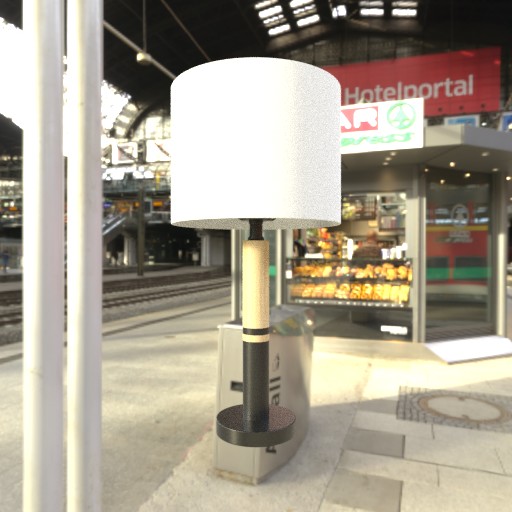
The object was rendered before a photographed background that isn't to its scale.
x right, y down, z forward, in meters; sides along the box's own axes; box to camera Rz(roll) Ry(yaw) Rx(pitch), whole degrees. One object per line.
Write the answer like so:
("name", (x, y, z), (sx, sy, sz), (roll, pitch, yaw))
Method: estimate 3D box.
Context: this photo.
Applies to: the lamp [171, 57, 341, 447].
("lamp", (0.000, 0.000, 0.811), (0.305, 0.640, 0.305), (0, 0, 19))
